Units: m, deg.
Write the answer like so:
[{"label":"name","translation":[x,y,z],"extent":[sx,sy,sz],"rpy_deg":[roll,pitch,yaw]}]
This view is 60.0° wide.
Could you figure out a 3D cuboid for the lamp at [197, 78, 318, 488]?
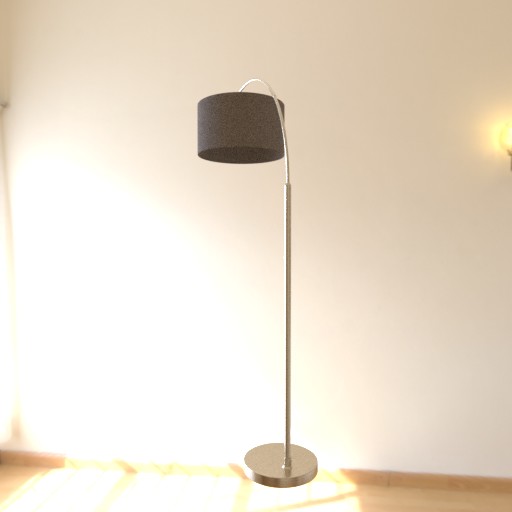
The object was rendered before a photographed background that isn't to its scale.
[{"label":"lamp","translation":[0.000,0.000,2.103],"extent":[0.452,1.735,0.934],"rpy_deg":[0,1,-19]}]
